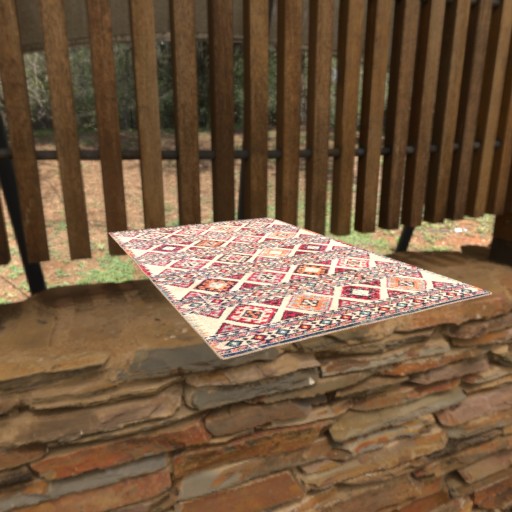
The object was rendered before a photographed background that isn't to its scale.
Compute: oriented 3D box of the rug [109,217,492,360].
[{"bbox_3d":[0.000,0.000,3.014,1.545,0.010,2.440,-8,17,-26],"label":"rug"}]
